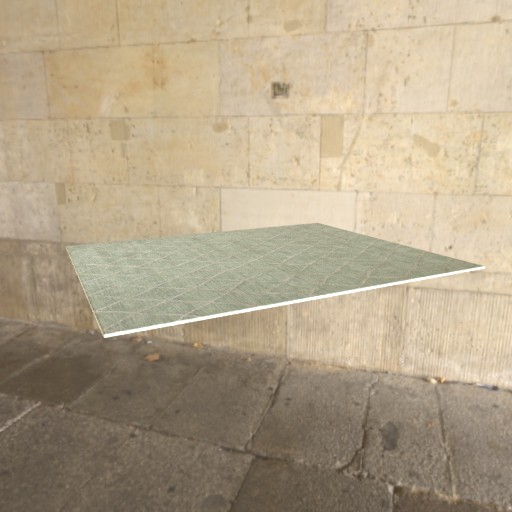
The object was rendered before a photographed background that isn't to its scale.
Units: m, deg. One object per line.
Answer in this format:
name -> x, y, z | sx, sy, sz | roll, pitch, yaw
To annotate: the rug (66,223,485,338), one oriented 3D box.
rug -> 0.000, 0.000, 4.054 | 3.039, 0.019, 2.420 | -7, 16, -26
